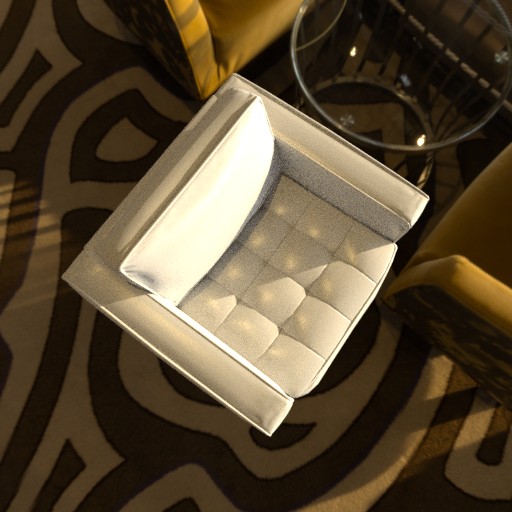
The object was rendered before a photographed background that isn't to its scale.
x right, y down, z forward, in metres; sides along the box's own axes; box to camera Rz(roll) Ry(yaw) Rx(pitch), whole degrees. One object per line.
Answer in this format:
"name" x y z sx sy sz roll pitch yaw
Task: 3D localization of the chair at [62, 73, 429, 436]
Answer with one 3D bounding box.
"chair" 0.000 0.000 1.551 0.843 0.773 0.928 35 79 8
